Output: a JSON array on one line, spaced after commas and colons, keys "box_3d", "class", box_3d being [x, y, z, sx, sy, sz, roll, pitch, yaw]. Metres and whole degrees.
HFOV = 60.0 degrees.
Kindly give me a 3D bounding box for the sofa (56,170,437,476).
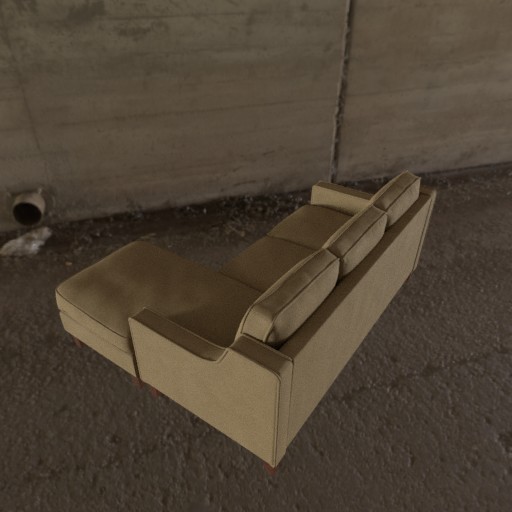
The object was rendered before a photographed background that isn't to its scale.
[{"box_3d": [0.000, 0.000, 3.338, 1.858, 1.066, 2.317, 22, 40, 29], "class": "sofa"}]
